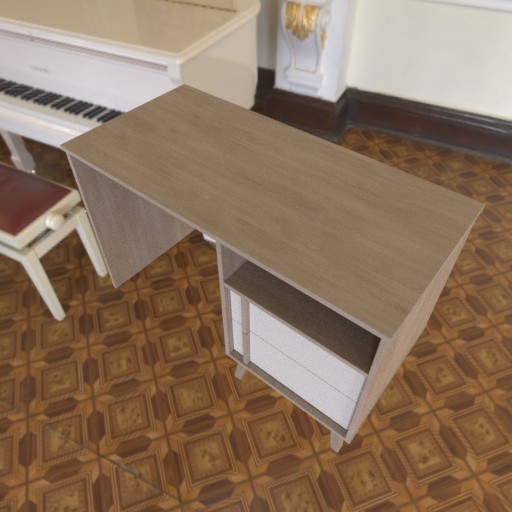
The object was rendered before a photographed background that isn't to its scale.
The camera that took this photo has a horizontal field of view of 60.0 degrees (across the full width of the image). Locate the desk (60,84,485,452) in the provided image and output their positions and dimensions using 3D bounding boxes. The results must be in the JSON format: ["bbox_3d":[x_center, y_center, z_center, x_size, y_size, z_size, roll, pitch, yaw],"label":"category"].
[{"bbox_3d":[0.000,0.000,1.690,1.251,0.770,0.600,30,53,26],"label":"desk"}]
